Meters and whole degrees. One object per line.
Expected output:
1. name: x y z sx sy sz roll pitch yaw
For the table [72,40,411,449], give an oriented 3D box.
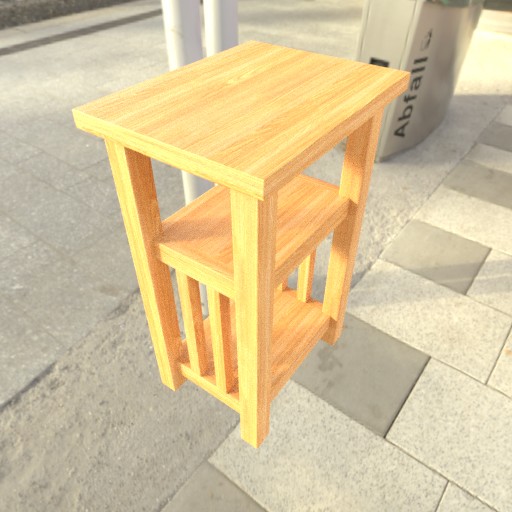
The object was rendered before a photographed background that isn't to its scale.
1. table: 0.000 0.000 0.734 0.270 0.550 0.350 25 46 26
